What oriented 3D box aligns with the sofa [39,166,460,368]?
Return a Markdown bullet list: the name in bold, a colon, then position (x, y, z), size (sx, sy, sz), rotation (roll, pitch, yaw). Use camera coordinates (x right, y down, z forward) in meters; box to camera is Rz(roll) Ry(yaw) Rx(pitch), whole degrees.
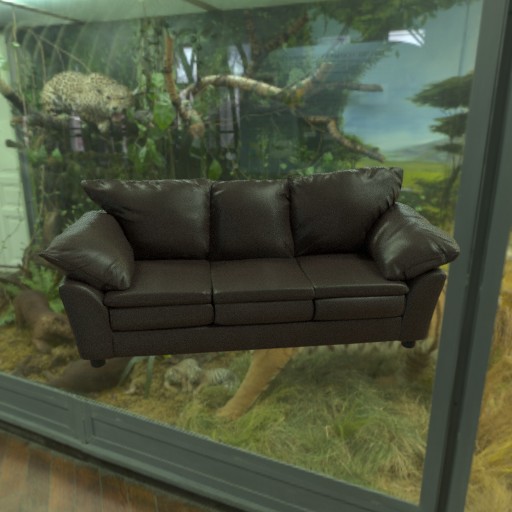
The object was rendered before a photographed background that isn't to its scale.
- **sofa**: position (0.000, 0.000, 2.903), size (2.390, 1.091, 0.907), rotation (-2, 16, -7)
